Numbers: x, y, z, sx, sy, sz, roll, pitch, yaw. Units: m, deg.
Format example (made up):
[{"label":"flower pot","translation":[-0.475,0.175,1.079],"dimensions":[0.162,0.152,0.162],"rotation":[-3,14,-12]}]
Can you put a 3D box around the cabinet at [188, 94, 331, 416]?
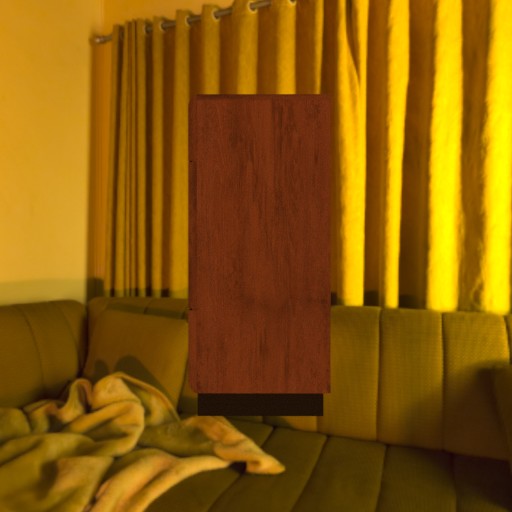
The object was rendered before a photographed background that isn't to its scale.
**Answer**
[{"label":"cabinet","translation":[0.000,0.000,2.031],"dimensions":[0.420,0.900,1.600],"rotation":[0,0,0]}]
